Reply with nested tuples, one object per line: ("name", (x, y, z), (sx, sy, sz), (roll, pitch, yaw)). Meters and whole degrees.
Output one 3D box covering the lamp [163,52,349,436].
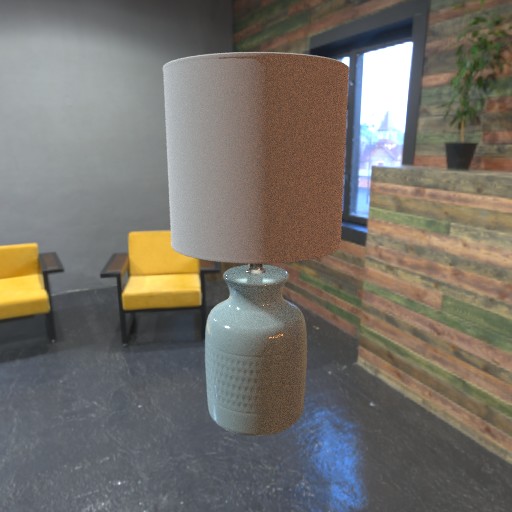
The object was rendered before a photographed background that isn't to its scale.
("lamp", (0.000, 0.000, 1.117), (0.418, 0.871, 0.418), (-7, 16, -25))
